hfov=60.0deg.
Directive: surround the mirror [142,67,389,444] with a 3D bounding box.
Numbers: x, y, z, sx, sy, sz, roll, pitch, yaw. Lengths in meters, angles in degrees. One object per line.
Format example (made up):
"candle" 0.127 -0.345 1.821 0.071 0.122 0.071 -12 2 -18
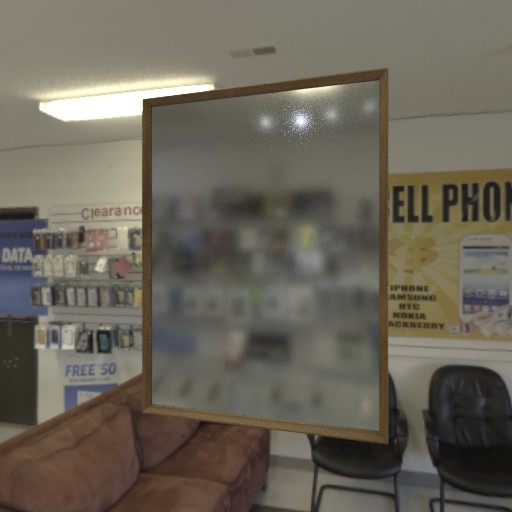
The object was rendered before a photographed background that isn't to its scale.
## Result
"mirror" 0.000 0.000 1.332 0.762 1.016 0.041 0 0 18
